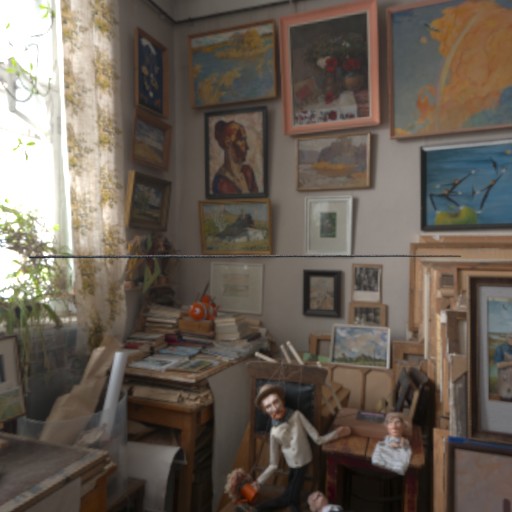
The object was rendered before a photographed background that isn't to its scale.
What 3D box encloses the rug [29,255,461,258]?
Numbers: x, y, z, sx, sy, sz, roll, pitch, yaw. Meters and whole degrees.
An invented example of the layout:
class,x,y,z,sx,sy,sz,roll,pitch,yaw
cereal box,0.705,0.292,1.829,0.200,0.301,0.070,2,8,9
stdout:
class,x,y,z,sx,sy,sz,roll,pitch,yaw
rug,0.000,0.000,2.784,2.459,0.010,0.801,0,0,-17
